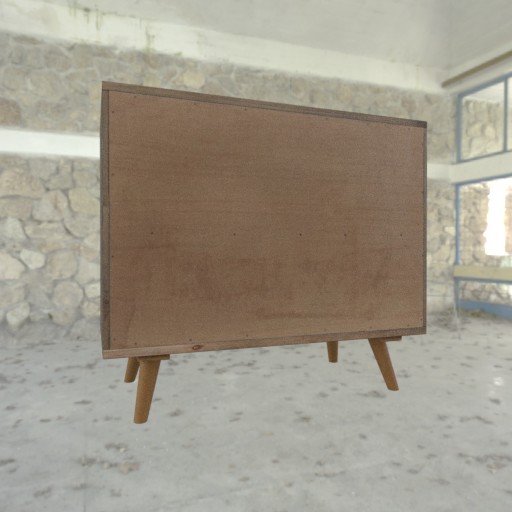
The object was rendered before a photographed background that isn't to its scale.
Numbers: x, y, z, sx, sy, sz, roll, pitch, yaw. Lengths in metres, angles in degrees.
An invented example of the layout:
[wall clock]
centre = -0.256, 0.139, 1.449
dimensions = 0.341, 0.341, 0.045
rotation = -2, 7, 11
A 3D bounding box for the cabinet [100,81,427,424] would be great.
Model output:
[cabinet]
centre = 0.000, 0.000, 1.550
dimensions = 1.023, 0.897, 0.529
rotation = 0, 1, -20
